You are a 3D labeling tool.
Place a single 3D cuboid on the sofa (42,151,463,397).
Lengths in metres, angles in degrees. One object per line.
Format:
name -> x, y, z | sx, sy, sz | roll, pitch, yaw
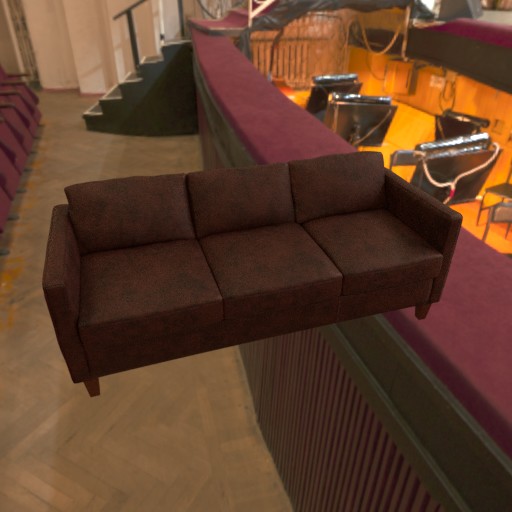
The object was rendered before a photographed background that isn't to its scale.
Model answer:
sofa -> 0.000, 0.000, 2.954 | 2.464, 1.006, 1.045 | -10, 33, -15
